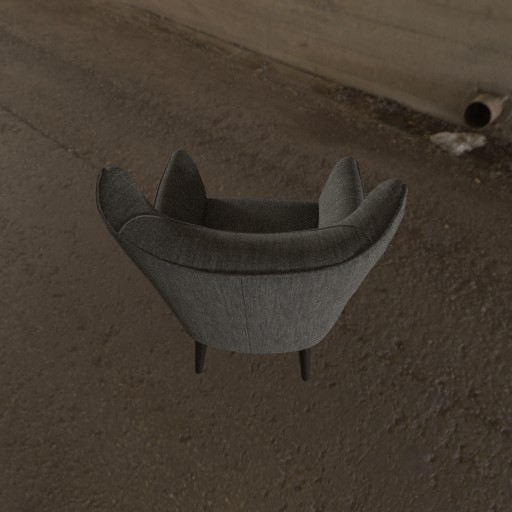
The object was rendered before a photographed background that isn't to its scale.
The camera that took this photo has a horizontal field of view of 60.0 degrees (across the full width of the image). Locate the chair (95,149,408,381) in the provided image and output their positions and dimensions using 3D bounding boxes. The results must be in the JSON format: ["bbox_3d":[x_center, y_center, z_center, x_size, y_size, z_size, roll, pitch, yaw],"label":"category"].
[{"bbox_3d":[0.000,0.000,1.559,0.781,0.933,0.888,3,46,3],"label":"chair"}]
